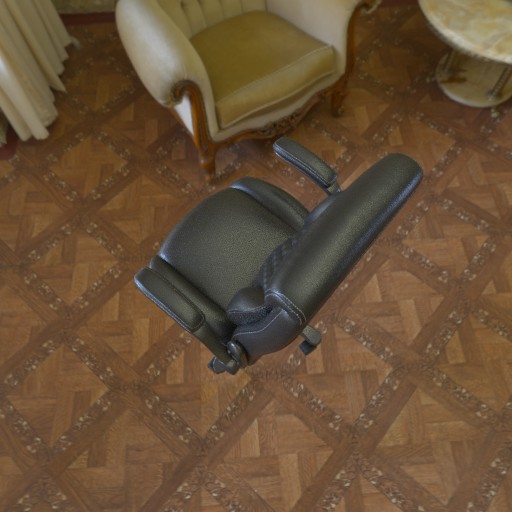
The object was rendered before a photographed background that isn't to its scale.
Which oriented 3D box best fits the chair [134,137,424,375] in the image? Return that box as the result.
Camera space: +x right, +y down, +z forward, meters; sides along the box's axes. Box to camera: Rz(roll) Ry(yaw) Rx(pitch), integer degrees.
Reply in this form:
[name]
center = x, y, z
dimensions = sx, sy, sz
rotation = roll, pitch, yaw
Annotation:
[chair]
center = 0.000, 0.000, 1.610
dimensions = 0.724, 1.110, 0.782
rotation = 36, 68, 17
